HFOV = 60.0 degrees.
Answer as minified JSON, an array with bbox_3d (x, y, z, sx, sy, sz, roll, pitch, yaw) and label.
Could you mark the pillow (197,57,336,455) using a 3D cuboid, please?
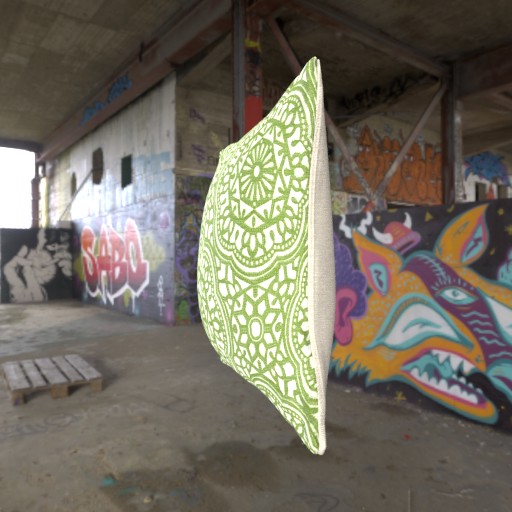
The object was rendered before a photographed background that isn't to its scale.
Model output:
[{"bbox_3d":[0.000,0.000,0.669,0.162,0.419,0.440,0,0,-18],"label":"pillow"}]
